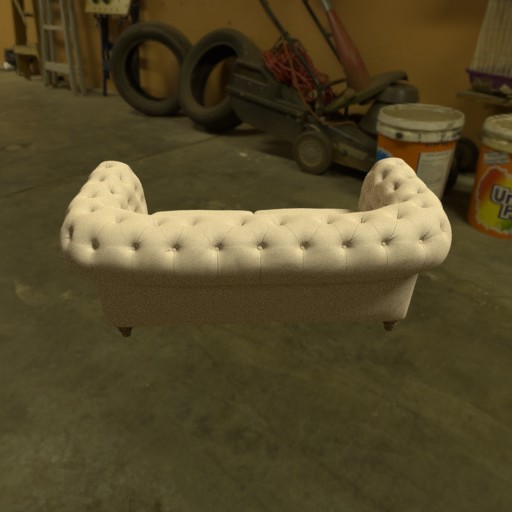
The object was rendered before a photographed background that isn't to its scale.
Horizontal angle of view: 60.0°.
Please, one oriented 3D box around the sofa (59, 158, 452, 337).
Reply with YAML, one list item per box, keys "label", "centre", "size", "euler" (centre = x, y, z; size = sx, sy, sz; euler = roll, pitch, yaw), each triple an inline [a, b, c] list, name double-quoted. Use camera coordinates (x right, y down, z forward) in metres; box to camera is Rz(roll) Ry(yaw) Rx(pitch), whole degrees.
- label: "sofa"
  centre: [0.000, 0.000, 2.511]
  size: [1.988, 0.835, 1.069]
  euler: [-1, 30, -2]
